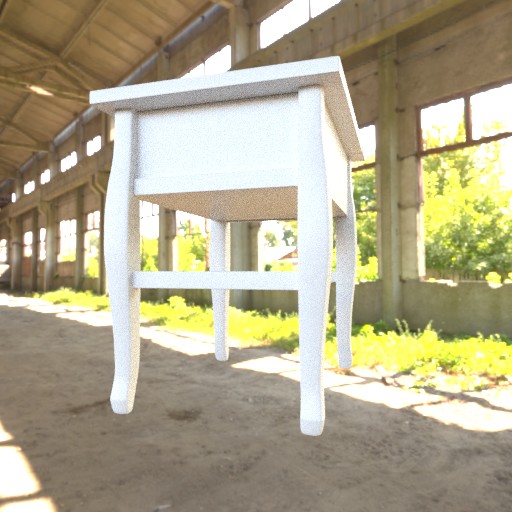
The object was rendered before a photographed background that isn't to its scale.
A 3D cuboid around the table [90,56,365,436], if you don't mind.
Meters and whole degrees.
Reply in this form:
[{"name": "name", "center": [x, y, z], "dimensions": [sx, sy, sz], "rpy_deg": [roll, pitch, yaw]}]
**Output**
[{"name": "table", "center": [0.000, 0.000, 1.032], "dimensions": [0.463, 0.605, 0.599], "rpy_deg": [-1, -2, 17]}]
